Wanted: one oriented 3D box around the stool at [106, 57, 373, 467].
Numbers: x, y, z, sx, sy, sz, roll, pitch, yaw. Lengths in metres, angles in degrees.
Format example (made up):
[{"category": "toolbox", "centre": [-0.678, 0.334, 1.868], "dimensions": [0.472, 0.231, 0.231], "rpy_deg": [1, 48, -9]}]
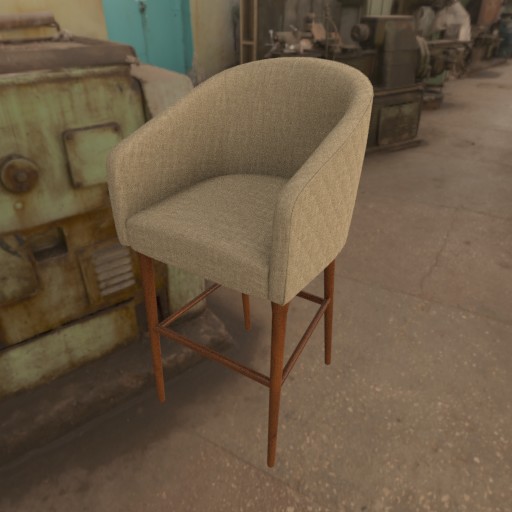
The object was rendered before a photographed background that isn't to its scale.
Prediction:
[{"category": "stool", "centre": [0.000, 0.000, 1.379], "dimensions": [0.559, 1.078, 0.607], "rpy_deg": [19, 36, 28]}]
